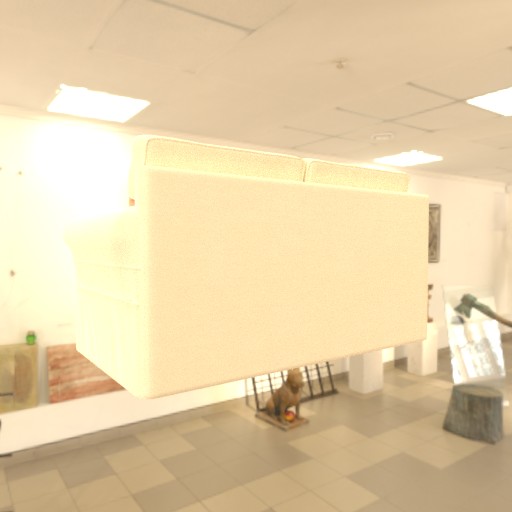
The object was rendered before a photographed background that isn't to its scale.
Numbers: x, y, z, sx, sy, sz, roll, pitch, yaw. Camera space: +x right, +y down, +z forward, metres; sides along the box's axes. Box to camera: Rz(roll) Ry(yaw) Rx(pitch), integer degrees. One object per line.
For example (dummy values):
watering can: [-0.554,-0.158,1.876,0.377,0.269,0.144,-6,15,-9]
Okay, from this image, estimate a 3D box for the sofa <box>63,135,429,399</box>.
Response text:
sofa: [0.000,0.000,2.351,1.727,0.940,0.991,-1,2,-35]
